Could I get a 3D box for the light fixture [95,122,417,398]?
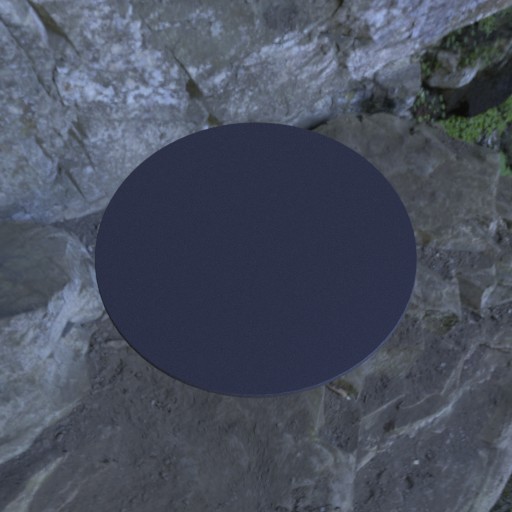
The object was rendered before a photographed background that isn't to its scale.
[{"bbox_3d":[0.000,0.000,0.554,0.368,0.100,0.368,0,59,0],"label":"light fixture"}]
